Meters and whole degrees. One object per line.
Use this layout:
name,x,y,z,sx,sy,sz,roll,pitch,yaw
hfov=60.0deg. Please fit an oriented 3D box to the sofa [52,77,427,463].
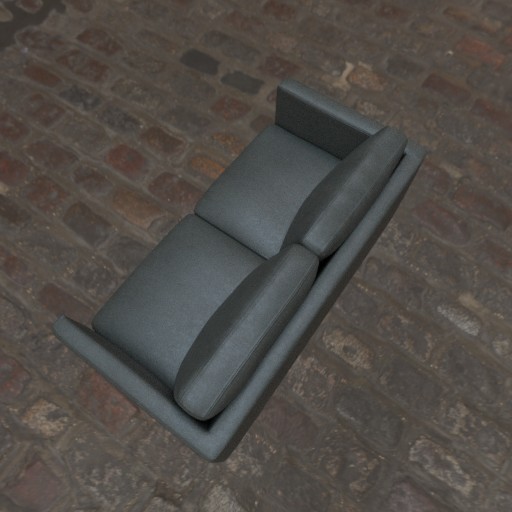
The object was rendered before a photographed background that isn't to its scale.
sofa,0.000,0.000,2.407,0.951,0.933,1.883,33,69,14
